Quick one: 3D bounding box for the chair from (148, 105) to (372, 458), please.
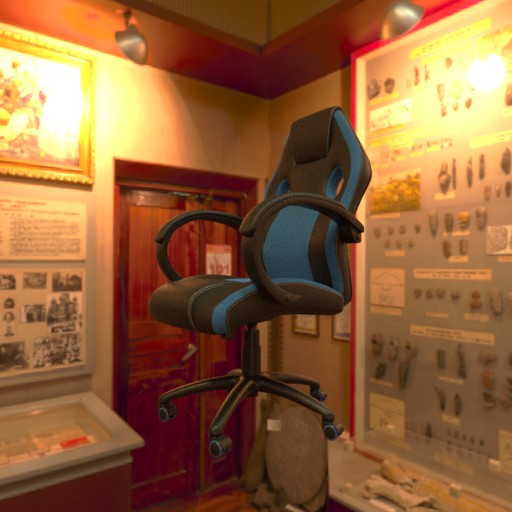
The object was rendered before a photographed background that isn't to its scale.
[{"bbox_3d":[0.000,0.000,1.636,0.724,1.187,0.673,1,-1,-36],"label":"chair"}]
